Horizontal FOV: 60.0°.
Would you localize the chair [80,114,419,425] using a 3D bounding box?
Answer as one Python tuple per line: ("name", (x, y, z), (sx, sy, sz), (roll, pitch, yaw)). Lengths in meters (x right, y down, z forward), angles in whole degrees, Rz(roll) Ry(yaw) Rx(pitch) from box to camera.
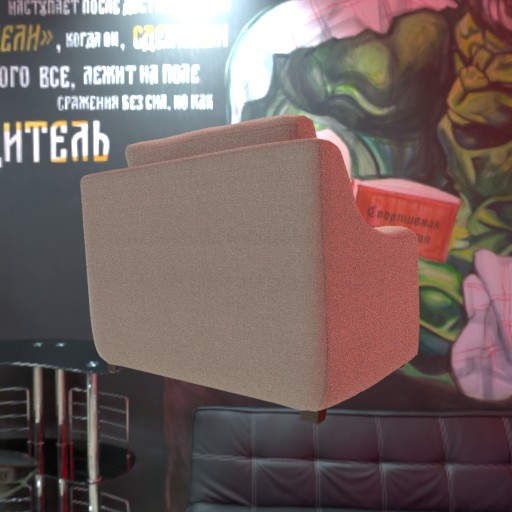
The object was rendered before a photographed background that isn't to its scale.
("chair", (0.000, 0.000, 1.968), (1.178, 1.016, 1.009), (1, 1, 36))
